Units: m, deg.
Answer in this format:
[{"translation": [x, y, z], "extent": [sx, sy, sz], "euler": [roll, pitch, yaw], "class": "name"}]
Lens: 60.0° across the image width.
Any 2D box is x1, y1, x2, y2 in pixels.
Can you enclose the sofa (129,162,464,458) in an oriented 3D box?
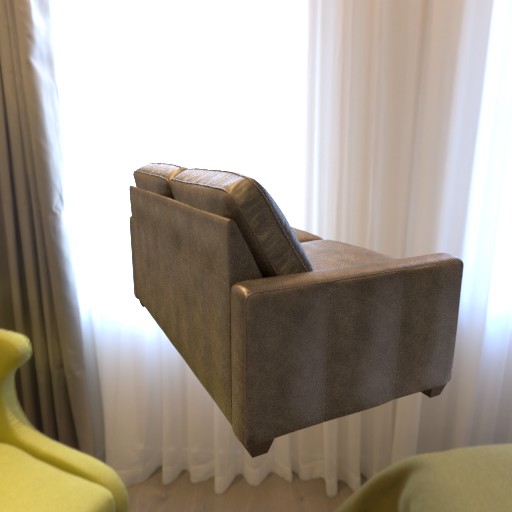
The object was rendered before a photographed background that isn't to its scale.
[{"translation": [0.000, 0.000, 2.252], "extent": [0.939, 0.916, 1.732], "euler": [-7, 15, -26], "class": "sofa"}]
